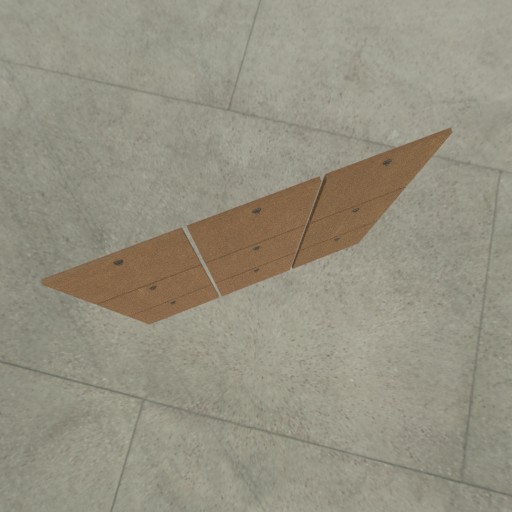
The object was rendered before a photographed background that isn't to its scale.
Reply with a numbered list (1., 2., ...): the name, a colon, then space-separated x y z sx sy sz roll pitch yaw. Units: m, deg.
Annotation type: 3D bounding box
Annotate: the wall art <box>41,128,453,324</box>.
1. wall art: 0.000 0.000 1.364 0.915 0.913 0.018 -21 77 -5
